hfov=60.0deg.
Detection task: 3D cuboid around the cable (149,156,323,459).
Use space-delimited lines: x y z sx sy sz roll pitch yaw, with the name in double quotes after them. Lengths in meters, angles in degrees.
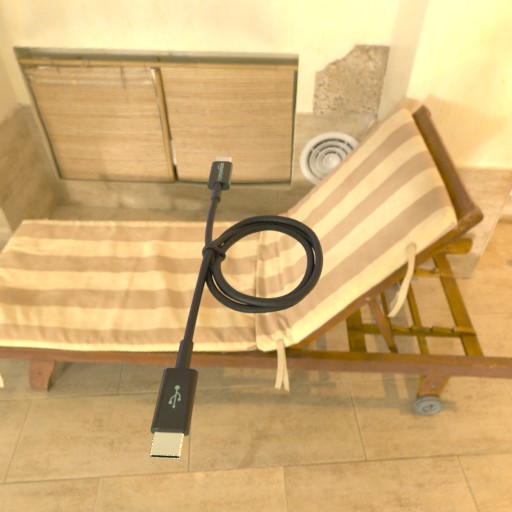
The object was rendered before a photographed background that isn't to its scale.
0.000 0.000 0.227 0.070 0.014 0.203 2 43 2 "cable"
